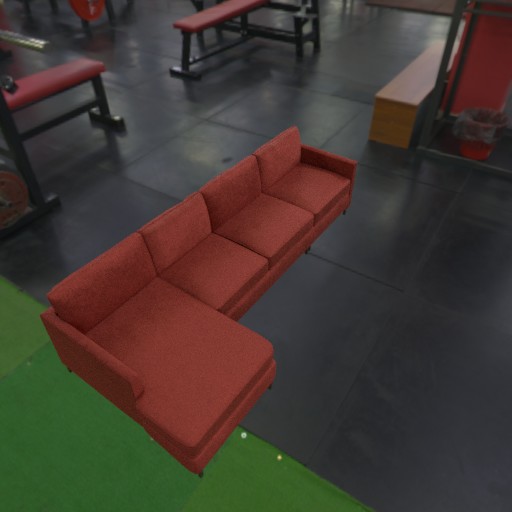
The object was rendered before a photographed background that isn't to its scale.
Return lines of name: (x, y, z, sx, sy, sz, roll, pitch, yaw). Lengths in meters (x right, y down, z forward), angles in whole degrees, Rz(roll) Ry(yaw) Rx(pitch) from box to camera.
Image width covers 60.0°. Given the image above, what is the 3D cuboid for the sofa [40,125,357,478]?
sofa: (0.000, 0.000, 4.041, 1.500, 0.967, 3.400, 26, 48, 26)
